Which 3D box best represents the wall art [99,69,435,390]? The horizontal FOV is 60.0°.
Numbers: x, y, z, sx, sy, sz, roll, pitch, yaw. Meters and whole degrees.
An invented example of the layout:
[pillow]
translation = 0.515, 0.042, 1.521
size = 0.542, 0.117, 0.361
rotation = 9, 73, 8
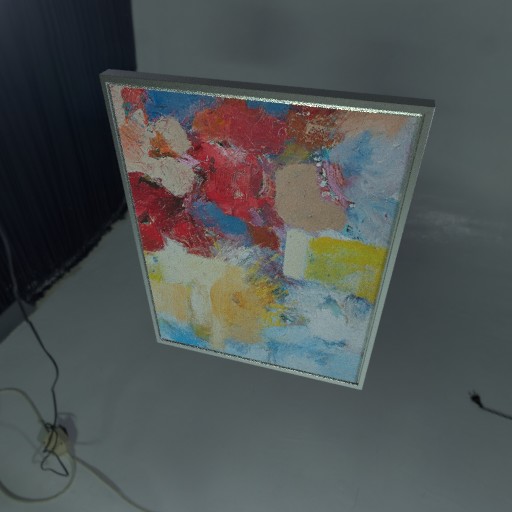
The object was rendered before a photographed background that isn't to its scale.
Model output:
[wall art]
translation = 0.000, 0.000, 0.756
size = 0.444, 0.569, 0.025
rotation = 10, 40, 12
